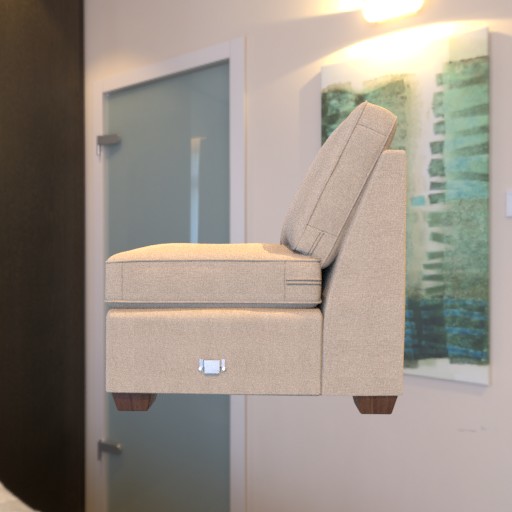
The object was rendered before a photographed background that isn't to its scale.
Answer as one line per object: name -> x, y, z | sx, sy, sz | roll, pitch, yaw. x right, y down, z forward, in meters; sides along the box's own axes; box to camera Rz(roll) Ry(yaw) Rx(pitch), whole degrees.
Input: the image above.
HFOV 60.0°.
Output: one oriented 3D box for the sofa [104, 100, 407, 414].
sofa -> 0.000, 0.000, 2.004 | 0.978, 1.006, 1.232 | 0, 0, 1
